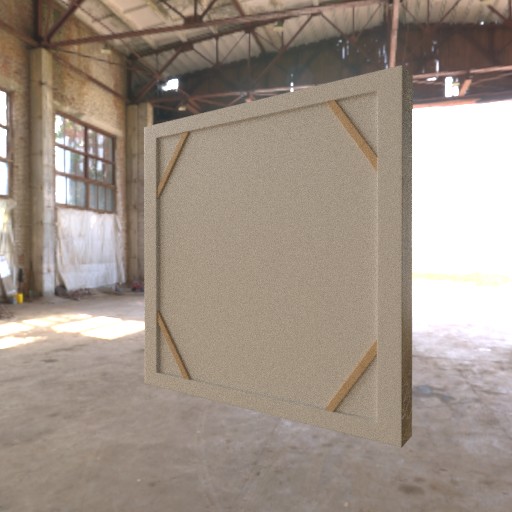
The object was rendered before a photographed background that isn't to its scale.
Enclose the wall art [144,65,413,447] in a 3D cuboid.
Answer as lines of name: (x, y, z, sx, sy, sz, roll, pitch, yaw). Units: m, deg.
wall art: (0.000, 0.000, 0.602, 0.405, 0.407, 0.038, 0, 1, 35)
